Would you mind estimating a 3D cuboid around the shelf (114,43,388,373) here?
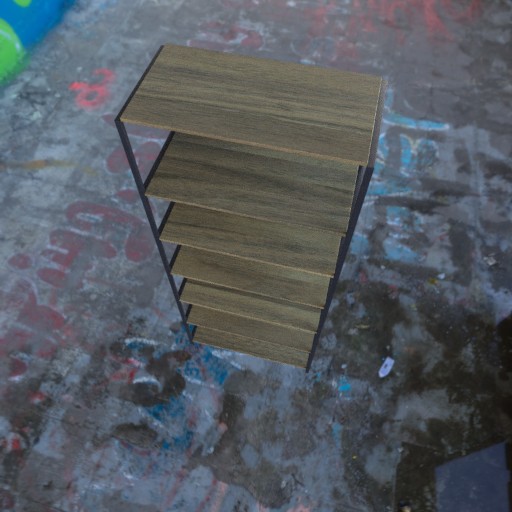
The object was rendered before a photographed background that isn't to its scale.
[{"bbox_3d":[0.000,0.000,2.343,0.847,2.015,0.431,12,59,8],"label":"shelf"}]
